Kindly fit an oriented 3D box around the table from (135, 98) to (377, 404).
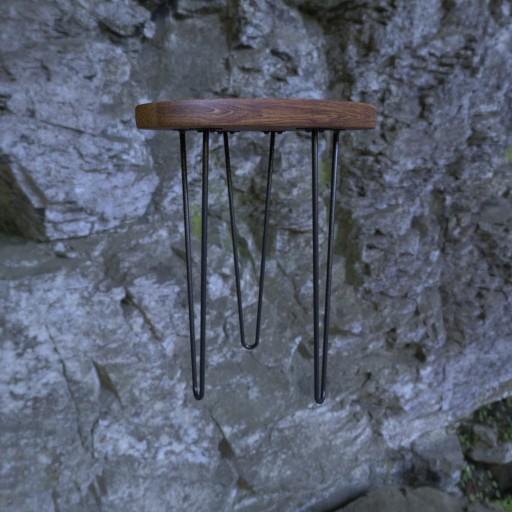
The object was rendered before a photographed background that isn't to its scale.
[{"bbox_3d":[0.000,0.000,0.821,0.400,0.520,0.400,0,15,0],"label":"table"}]
